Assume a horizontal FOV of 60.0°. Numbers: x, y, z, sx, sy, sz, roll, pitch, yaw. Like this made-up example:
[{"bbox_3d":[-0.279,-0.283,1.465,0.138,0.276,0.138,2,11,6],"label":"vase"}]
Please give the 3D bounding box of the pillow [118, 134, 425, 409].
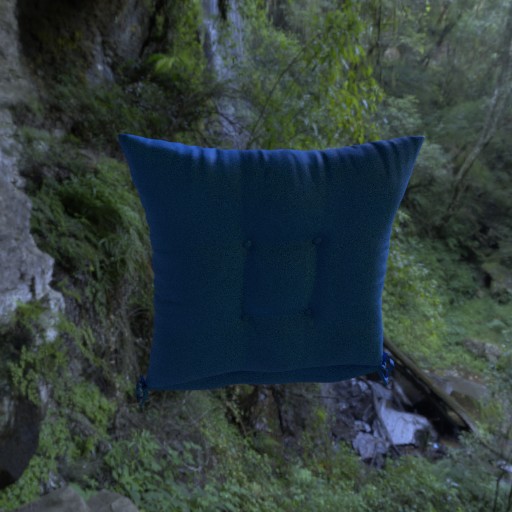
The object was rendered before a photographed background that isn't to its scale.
[{"bbox_3d":[0.000,0.000,1.010,0.541,0.536,0.585,-3,16,-9],"label":"pillow"}]
